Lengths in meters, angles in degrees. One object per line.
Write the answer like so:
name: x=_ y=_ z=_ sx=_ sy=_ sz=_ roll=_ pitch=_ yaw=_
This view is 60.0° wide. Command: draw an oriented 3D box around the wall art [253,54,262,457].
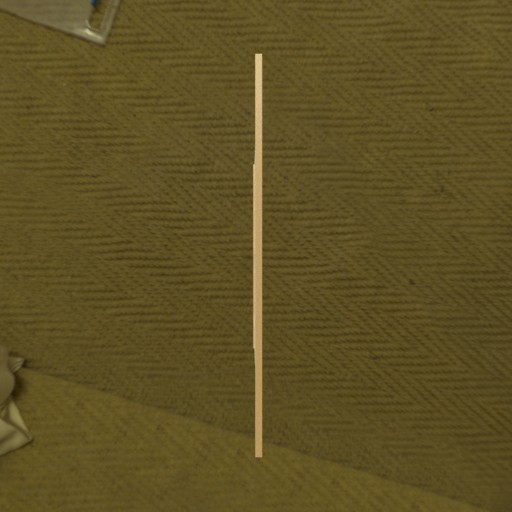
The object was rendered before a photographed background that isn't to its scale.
wall art: x=0.000 y=0.000 z=1.342 sx=0.013 sy=1.016 sz=0.758 roll=0 pitch=90 yaw=-1
